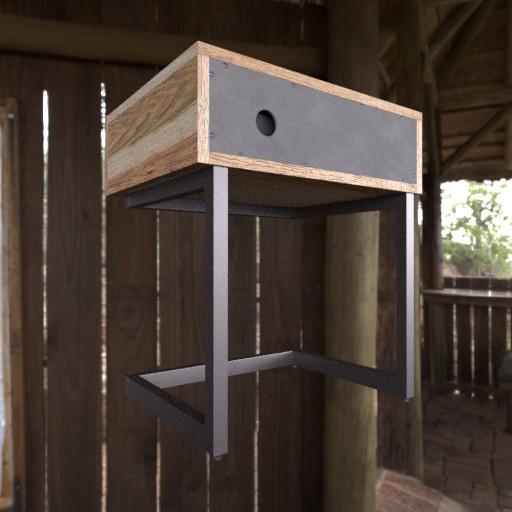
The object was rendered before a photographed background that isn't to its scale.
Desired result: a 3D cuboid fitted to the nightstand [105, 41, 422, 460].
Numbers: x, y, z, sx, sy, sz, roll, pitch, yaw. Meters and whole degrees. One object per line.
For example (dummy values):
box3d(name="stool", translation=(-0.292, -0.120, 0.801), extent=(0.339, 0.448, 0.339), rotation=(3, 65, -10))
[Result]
box3d(name="nightstand", translation=(0.000, 0.000, 1.007), extent=(0.558, 0.632, 0.481), rotation=(0, 0, -36))
